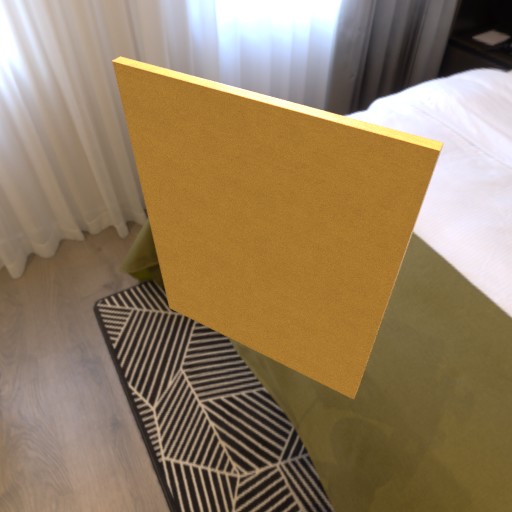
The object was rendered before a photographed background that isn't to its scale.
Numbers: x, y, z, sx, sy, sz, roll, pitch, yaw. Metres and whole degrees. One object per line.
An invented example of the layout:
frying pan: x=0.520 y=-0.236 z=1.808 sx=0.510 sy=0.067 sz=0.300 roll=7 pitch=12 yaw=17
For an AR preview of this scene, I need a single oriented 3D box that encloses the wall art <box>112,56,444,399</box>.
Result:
wall art: x=0.000 y=0.000 z=1.324 sx=0.798 sy=1.002 sz=0.030 roll=22 pitch=50 yaw=20
